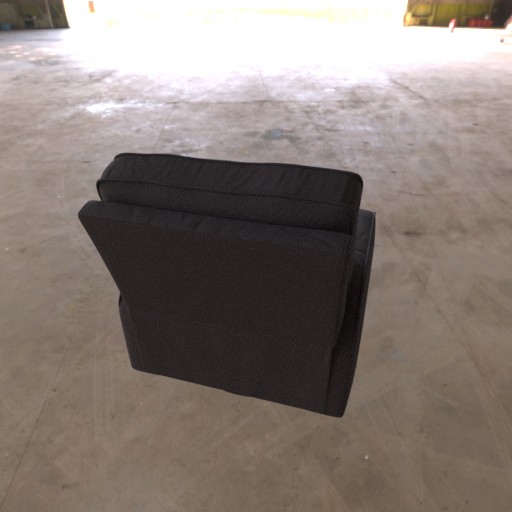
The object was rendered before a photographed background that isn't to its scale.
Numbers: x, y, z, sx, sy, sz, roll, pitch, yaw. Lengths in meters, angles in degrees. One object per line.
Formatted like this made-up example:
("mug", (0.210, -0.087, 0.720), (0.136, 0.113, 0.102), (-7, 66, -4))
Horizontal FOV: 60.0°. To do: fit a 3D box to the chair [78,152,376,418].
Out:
("chair", (0.000, 0.000, 1.695), (0.861, 0.962, 0.964), (9, 33, 14))
